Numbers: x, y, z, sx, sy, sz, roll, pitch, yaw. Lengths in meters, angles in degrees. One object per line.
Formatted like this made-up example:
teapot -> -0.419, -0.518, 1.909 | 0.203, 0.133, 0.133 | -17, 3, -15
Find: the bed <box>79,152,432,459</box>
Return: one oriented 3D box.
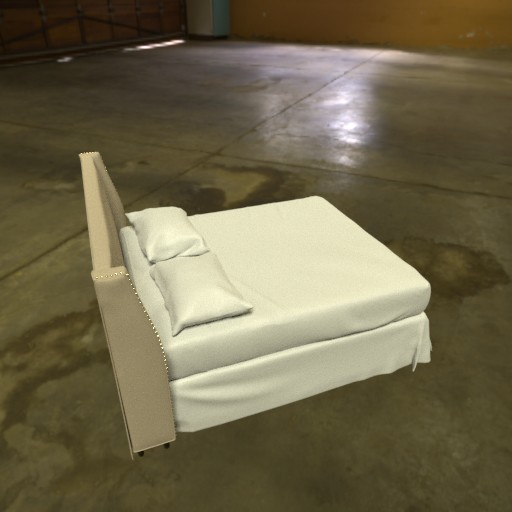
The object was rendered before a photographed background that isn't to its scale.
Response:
bed -> 0.000, 0.000, 3.382 | 2.276, 1.332, 1.925 | -11, 33, -18
